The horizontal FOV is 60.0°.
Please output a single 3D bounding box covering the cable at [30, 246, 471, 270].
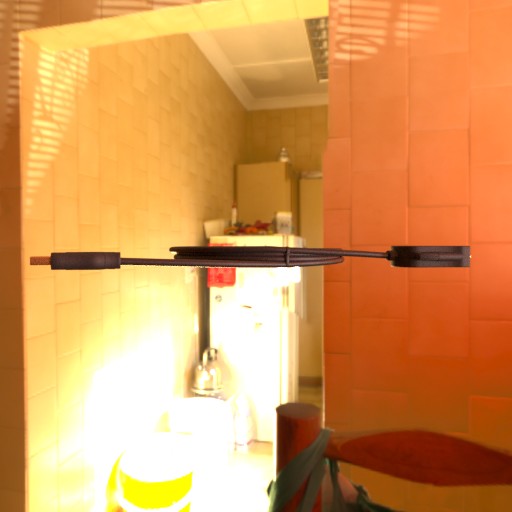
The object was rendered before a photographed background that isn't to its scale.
[{"bbox_3d":[0.000,0.000,0.328,0.281,0.015,0.136,0,1,-18],"label":"cable"}]
